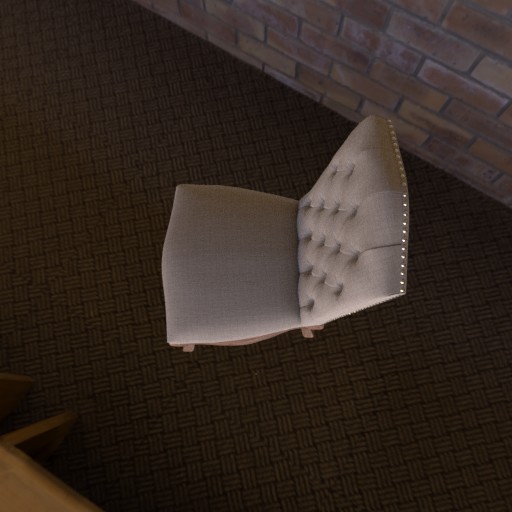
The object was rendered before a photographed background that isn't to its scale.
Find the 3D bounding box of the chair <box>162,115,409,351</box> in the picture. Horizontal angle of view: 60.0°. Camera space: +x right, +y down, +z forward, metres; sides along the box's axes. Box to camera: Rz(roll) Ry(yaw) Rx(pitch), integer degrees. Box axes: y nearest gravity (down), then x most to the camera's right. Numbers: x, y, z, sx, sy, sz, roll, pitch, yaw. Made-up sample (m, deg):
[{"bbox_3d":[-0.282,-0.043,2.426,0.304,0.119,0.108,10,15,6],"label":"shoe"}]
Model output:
[{"bbox_3d":[0.000,0.000,1.622,0.731,1.191,0.637,0,75,0],"label":"chair"}]
